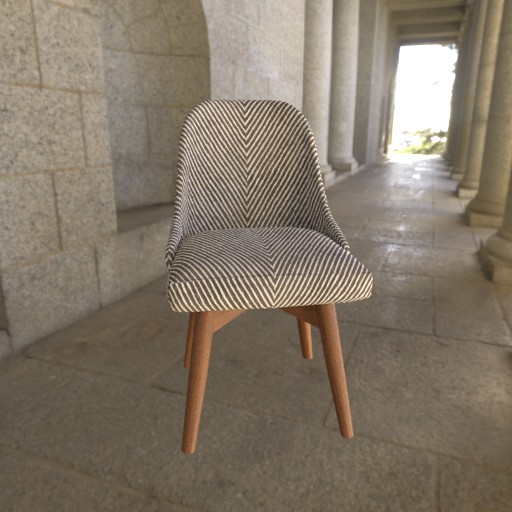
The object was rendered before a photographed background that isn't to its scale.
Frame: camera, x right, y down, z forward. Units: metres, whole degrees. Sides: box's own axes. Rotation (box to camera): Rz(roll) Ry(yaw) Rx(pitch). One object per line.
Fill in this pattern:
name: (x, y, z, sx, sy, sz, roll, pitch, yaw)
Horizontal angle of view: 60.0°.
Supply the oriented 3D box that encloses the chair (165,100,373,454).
chair: (0.000, 0.000, 1.279, 0.504, 0.883, 0.591, -2, 16, -8)
